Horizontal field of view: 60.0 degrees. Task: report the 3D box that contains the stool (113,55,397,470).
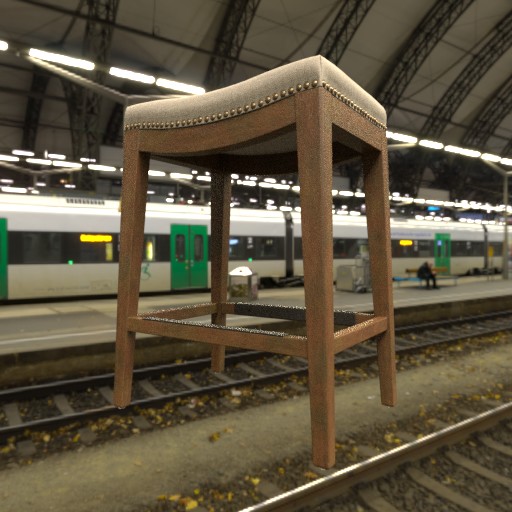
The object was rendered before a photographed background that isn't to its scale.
[{"bbox_3d":[0.000,0.000,0.963,0.508,0.660,0.356,0,1,34],"label":"stool"}]
